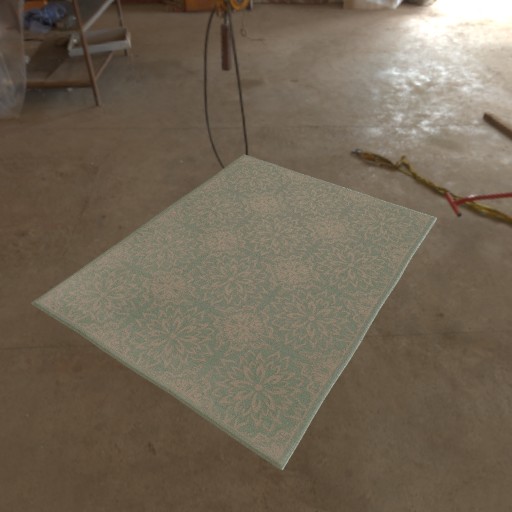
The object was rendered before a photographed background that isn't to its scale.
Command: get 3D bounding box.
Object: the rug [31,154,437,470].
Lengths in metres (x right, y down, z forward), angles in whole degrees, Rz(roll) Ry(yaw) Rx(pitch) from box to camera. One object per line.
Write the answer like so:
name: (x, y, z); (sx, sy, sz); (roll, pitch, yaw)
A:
rug: (0.000, 0.000, 3.999); (2.363, 0.012, 2.980); (24, 46, 25)
